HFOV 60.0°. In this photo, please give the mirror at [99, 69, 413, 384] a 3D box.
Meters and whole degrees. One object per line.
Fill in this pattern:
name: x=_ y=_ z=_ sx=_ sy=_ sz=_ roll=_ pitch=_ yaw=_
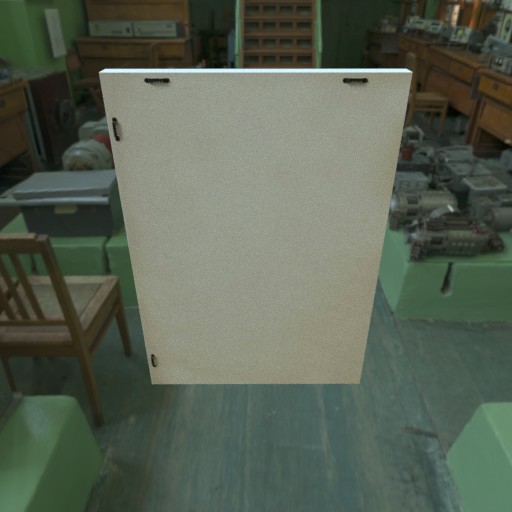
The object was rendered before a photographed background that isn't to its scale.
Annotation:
mirror: x=0.000 y=0.000 z=0.911 sx=0.507 sy=0.710 sz=0.040 roll=0 pitch=31 yaw=0
